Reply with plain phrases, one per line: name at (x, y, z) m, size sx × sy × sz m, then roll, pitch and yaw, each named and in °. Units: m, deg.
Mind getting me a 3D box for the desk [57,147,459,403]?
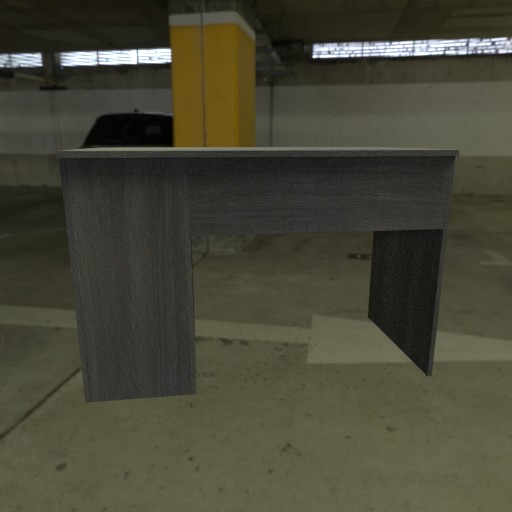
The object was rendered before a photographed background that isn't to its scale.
desk at (0.000, 0.000, 1.548) m, size 1.096 × 0.730 × 0.560 m, roll -2°, pitch 15°, yaw -8°
